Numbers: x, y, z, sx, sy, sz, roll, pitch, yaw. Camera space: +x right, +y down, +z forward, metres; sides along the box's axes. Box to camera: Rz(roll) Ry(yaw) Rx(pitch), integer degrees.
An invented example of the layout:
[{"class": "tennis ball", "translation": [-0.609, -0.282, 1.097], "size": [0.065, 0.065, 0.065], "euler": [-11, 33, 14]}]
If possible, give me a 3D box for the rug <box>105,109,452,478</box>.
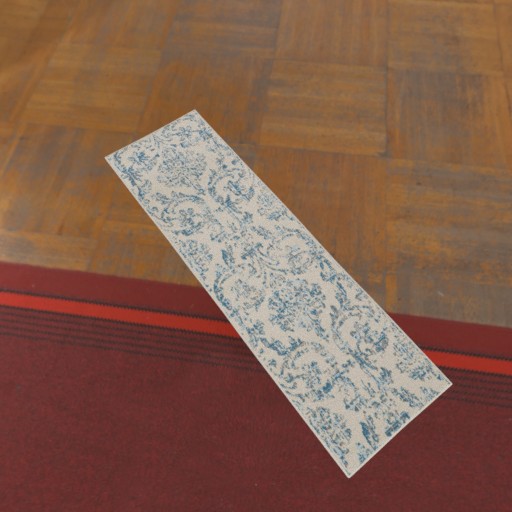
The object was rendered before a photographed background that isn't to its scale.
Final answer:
[{"class": "rug", "translation": [0.000, 0.000, 2.395], "size": [0.662, 0.011, 2.196], "euler": [-34, 68, -16]}]
